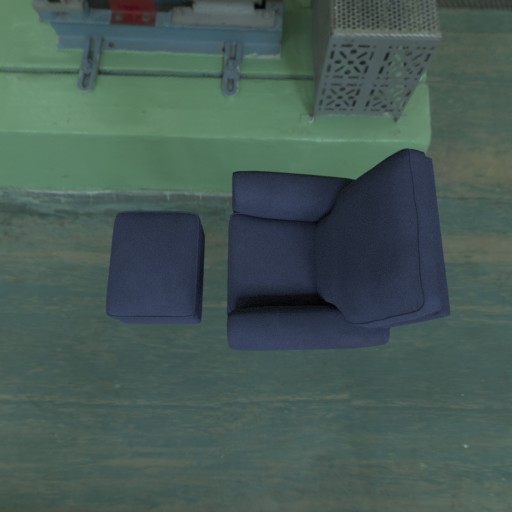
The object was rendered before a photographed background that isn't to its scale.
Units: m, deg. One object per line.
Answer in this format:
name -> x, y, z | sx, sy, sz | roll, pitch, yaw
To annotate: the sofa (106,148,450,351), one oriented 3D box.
sofa -> 0.000, 0.000, 2.105 | 1.478, 0.959, 0.880 | 0, 73, 0
